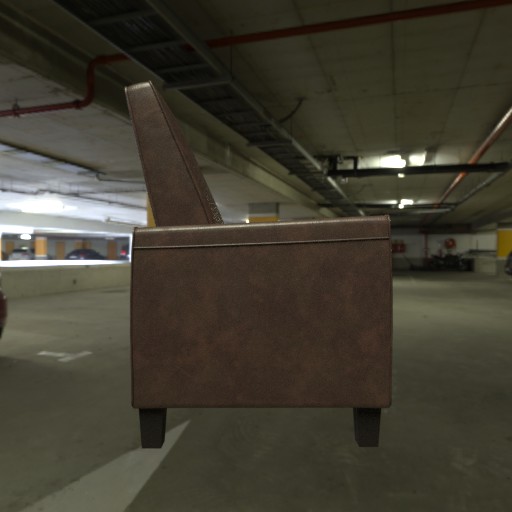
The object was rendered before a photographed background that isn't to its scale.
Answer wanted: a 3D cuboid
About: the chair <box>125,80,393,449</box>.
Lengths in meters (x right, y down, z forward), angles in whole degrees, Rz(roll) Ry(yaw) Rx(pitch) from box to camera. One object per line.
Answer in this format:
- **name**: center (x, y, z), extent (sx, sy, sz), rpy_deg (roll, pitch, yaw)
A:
- **chair**: center (0.000, 0.000, 1.495), extent (0.746, 1.013, 0.705), rpy_deg (0, 0, 0)
